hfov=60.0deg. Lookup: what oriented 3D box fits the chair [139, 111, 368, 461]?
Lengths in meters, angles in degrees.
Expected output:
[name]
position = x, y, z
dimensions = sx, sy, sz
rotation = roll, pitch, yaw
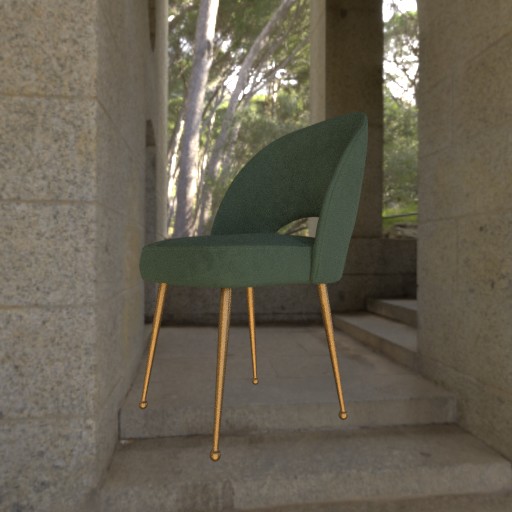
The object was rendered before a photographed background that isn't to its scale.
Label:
[chair]
position = 0.000, 0.000, 1.235
dimensions = 0.577, 0.860, 0.527
rotation = 0, 0, -36
